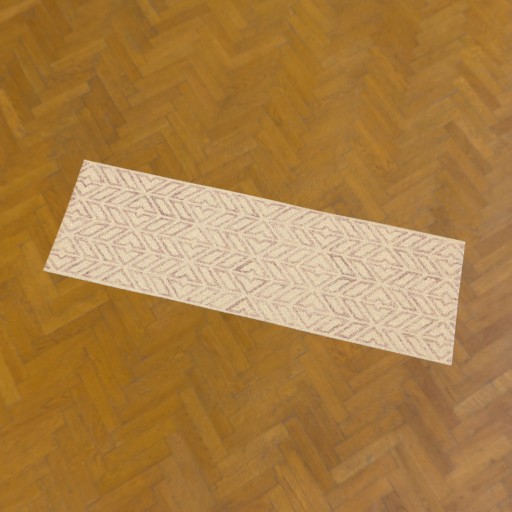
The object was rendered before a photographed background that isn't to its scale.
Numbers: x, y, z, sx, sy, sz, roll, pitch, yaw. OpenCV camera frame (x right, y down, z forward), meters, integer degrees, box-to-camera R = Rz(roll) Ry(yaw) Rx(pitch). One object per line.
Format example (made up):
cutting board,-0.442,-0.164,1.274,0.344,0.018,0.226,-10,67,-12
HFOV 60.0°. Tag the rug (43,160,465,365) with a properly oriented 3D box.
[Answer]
rug,0.000,0.000,2.670,2.435,0.009,0.750,13,75,3
